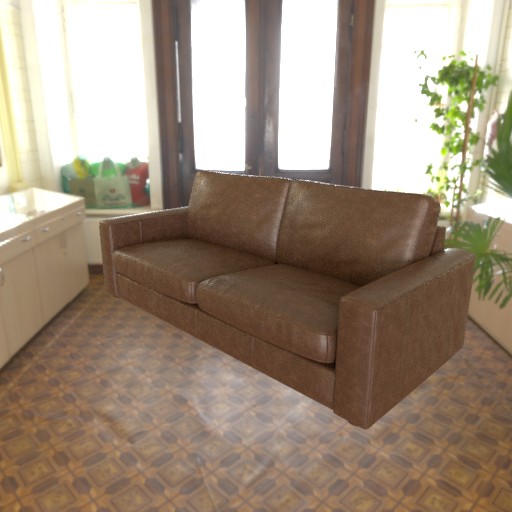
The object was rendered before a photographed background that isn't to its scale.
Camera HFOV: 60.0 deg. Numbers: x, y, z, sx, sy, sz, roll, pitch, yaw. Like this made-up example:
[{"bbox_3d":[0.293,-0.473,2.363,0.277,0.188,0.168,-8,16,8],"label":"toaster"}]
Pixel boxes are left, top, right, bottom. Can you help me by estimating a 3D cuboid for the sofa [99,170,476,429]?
[{"bbox_3d":[0.000,0.000,2.686,1.016,0.873,2.179,-16,23,-43],"label":"sofa"}]
